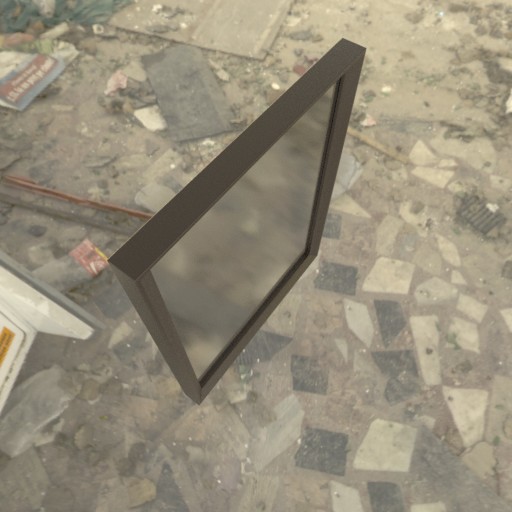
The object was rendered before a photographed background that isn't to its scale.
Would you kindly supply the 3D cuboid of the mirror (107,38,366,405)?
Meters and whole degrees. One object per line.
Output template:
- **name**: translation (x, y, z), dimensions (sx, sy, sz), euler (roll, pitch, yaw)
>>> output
- **mirror**: translation (0.000, 0.000, 0.694), dimensions (0.041, 0.509, 0.406), euler (33, 65, 18)
